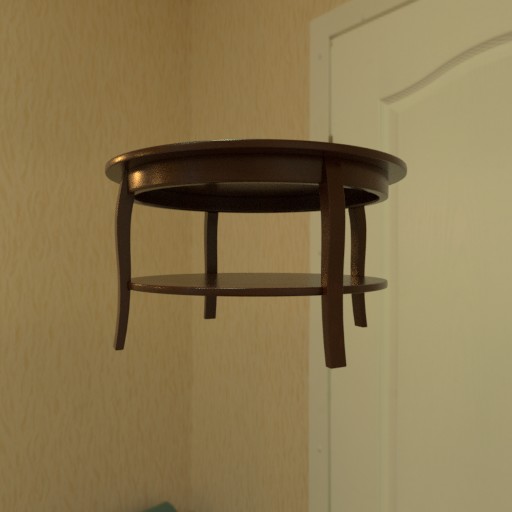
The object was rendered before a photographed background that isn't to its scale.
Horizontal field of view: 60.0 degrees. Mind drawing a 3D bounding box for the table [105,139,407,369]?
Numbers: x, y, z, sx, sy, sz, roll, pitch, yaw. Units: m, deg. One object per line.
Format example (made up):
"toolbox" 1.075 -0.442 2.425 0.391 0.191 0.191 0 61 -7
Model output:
"table" 0.000 0.000 1.412 0.911 0.512 0.911 0 0 0
